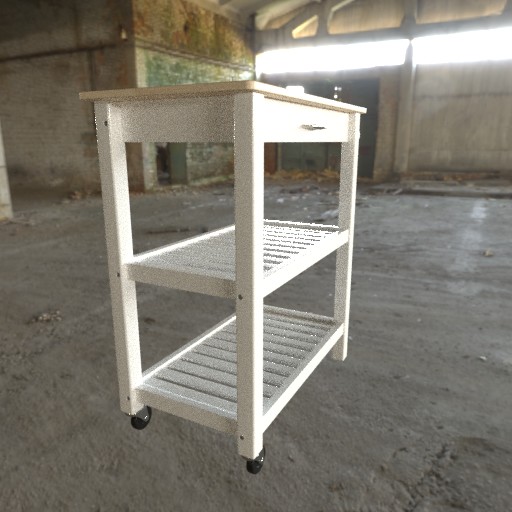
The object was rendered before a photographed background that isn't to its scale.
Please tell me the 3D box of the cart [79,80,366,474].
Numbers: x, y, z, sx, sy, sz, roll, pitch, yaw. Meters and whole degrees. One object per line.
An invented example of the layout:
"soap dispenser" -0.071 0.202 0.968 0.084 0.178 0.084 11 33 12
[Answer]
"cart" 0.000 0.000 1.415 0.457 0.927 0.899 8 16 27
